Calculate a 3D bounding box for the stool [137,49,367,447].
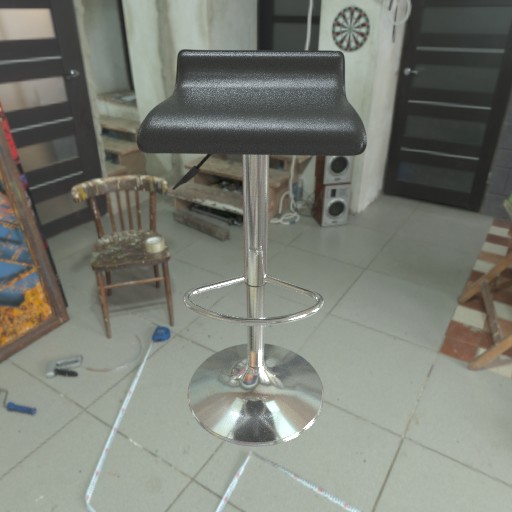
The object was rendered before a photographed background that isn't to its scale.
[{"bbox_3d":[0.000,0.000,1.038,0.381,0.851,0.381,2,29,3],"label":"stool"}]
